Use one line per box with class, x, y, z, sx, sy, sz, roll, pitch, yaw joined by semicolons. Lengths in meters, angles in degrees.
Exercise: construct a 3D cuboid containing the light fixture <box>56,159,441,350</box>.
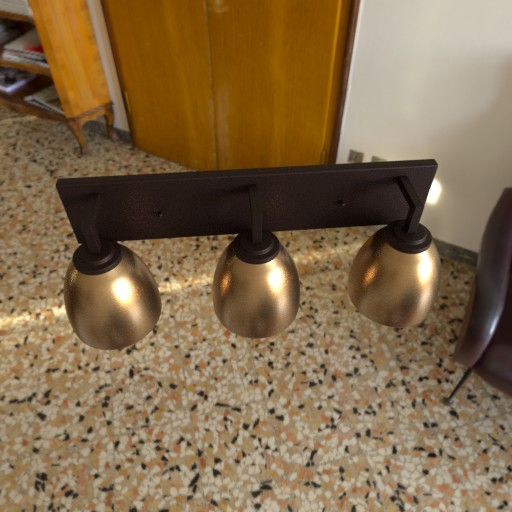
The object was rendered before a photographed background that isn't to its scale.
light fixture;0.000;0.000;0.654;0.582;0.204;0.157;-4;46;-4
